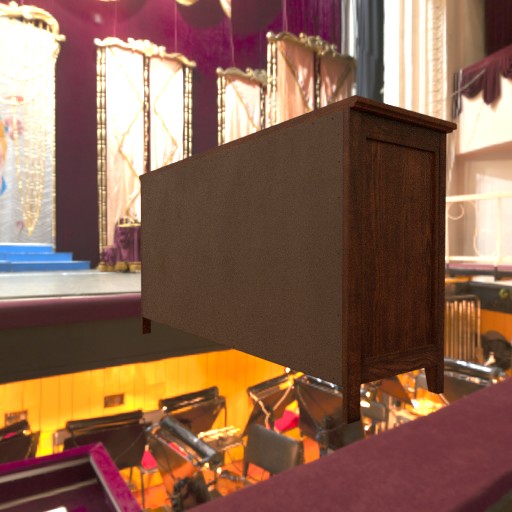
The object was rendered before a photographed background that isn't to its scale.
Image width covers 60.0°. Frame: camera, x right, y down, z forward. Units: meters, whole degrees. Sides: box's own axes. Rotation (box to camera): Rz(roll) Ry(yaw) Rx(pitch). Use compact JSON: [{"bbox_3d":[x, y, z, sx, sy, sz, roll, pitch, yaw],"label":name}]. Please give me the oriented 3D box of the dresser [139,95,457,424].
[{"bbox_3d":[0.000,0.000,1.902,0.463,0.856,1.551,-1,1,-35],"label":"dresser"}]
